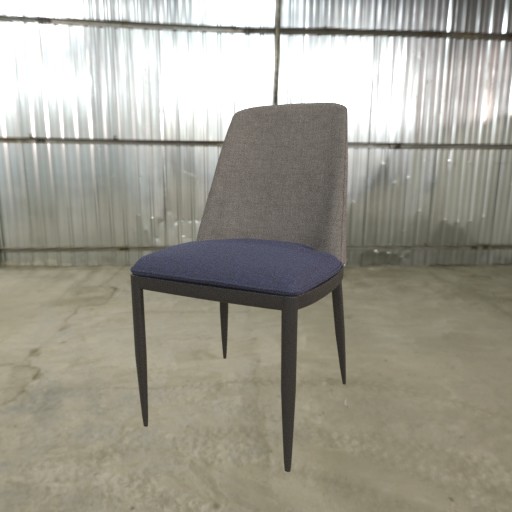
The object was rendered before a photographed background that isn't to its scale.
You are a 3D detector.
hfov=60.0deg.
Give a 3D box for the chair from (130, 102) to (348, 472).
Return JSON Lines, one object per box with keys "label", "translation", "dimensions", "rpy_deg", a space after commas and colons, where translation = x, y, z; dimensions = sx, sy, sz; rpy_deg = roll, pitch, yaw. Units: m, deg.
{"label": "chair", "translation": [0.000, 0.000, 1.218], "dimensions": [0.488, 0.855, 0.550], "rpy_deg": [6, 13, 25]}
